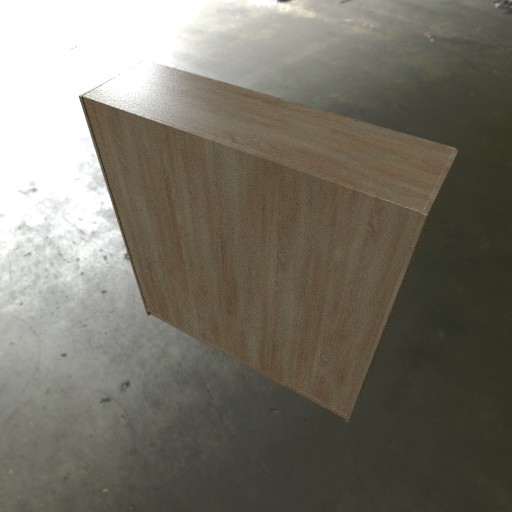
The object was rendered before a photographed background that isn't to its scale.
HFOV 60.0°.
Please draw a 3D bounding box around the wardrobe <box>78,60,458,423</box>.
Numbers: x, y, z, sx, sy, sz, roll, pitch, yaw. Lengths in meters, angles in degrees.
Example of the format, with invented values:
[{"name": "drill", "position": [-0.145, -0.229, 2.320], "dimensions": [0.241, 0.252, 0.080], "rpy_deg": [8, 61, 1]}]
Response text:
[{"name": "wardrobe", "position": [0.000, 0.000, 3.149], "dimensions": [1.998, 2.159, 0.598], "rpy_deg": [23, 52, 20]}]
